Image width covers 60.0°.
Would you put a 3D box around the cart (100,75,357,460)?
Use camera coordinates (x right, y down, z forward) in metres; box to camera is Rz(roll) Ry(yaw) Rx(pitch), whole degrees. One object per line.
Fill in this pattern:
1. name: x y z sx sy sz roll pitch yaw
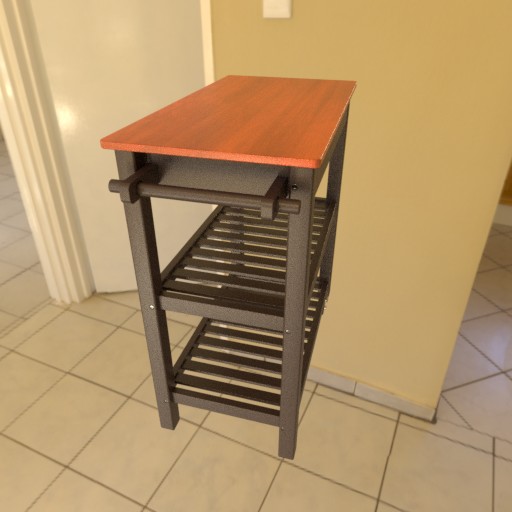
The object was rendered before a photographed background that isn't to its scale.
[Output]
1. cart: 0.000 0.000 1.412 0.457 0.927 0.899 8 32 13
